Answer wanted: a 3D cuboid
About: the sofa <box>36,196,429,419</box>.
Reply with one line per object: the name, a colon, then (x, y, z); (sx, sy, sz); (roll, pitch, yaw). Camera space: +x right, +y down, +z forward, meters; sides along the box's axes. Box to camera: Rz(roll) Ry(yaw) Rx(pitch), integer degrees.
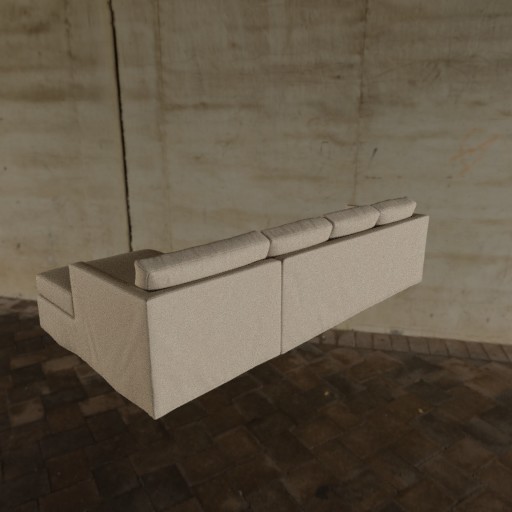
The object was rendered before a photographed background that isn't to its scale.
sofa: (0.000, 0.000, 3.865); (1.622, 0.871, 3.206); (16, 22, 43)
